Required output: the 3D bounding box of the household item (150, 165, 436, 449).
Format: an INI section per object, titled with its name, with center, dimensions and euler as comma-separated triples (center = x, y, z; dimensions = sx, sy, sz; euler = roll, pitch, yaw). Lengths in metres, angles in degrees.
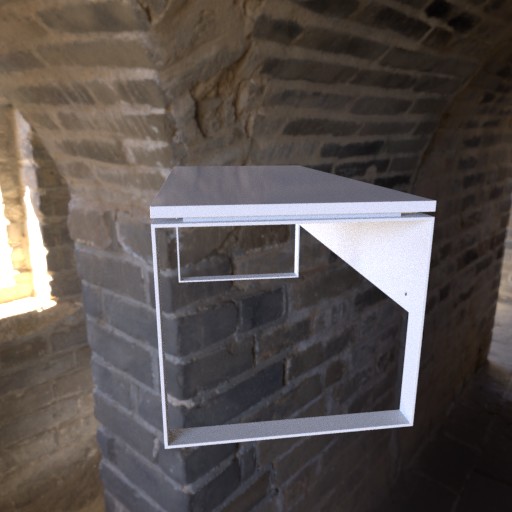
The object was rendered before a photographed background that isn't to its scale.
[household item]
center = 0.000, 0.000, 2.120
dimensions = 0.800, 0.745, 1.700
euler = -2, 15, -8
